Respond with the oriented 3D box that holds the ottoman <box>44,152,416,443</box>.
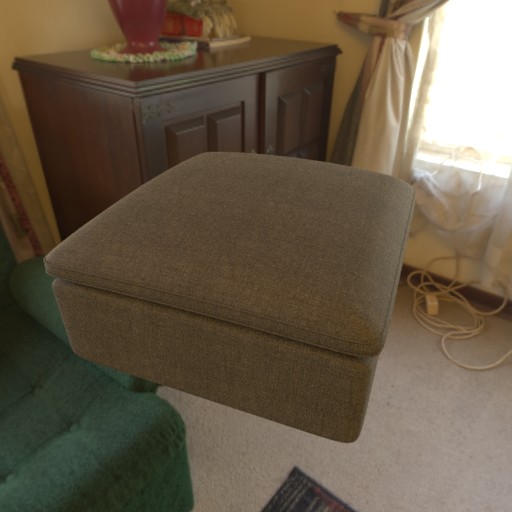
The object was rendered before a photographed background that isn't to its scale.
[{"bbox_3d":[0.000,0.000,1.713,1.067,0.559,1.067,12,33,18],"label":"ottoman"}]
